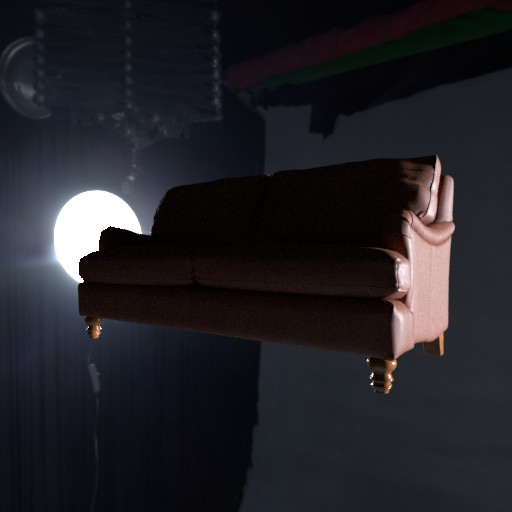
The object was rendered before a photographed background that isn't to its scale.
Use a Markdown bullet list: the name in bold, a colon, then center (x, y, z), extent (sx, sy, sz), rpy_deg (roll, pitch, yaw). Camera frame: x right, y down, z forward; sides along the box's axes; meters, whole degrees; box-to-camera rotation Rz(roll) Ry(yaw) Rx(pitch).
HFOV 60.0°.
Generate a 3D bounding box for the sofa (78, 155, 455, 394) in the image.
- **sofa**: center (0.000, 0.000, 2.722), extent (2.144, 1.071, 1.147), rpy_deg (0, 0, 36)
